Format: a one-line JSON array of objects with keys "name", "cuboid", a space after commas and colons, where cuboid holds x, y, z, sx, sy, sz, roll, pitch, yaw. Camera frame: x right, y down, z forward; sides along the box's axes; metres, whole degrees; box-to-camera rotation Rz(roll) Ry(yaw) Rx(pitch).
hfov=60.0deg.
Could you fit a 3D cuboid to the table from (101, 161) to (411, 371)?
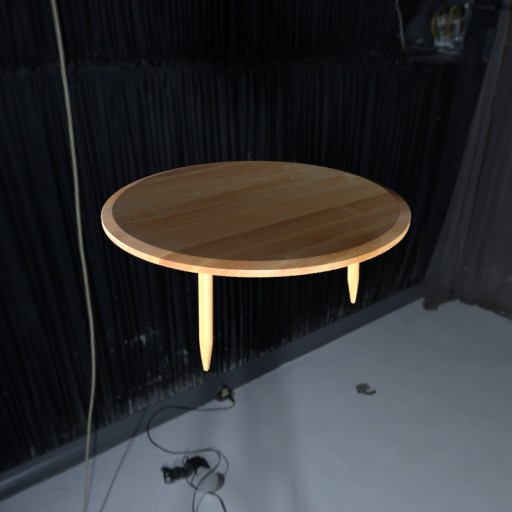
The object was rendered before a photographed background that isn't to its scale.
[{"name": "table", "cuboid": [0.000, 0.000, 1.437, 0.900, 0.400, 0.900, 0, 27, 0]}]
